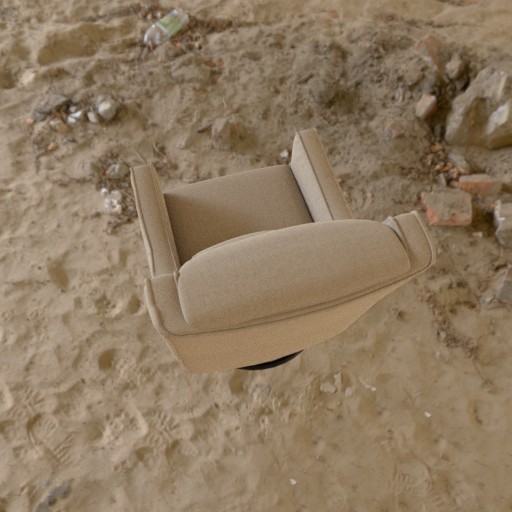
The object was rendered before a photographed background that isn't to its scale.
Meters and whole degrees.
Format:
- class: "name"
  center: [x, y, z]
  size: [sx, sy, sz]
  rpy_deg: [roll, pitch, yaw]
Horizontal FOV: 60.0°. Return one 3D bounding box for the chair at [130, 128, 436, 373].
- class: "chair"
  center: [0.000, 0.000, 1.577]
  size: [0.732, 0.993, 0.879]
  rpy_deg: [-14, 60, -8]
